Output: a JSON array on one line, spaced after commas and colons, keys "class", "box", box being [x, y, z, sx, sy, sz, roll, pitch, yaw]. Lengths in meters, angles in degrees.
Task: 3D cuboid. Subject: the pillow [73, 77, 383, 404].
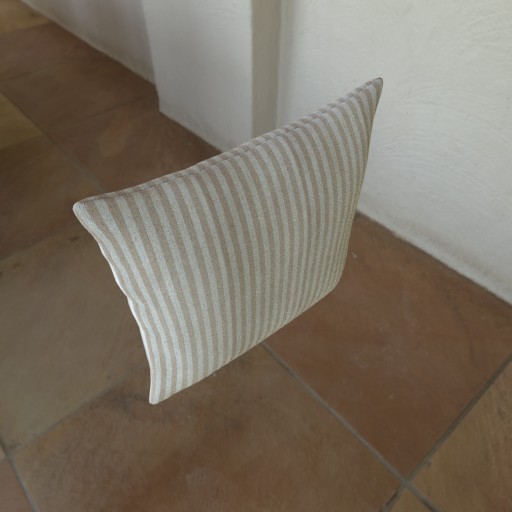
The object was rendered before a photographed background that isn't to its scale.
[{"class": "pillow", "box": [0.000, 0.000, 0.787, 0.523, 0.510, 0.166, -30, 53, -25]}]
